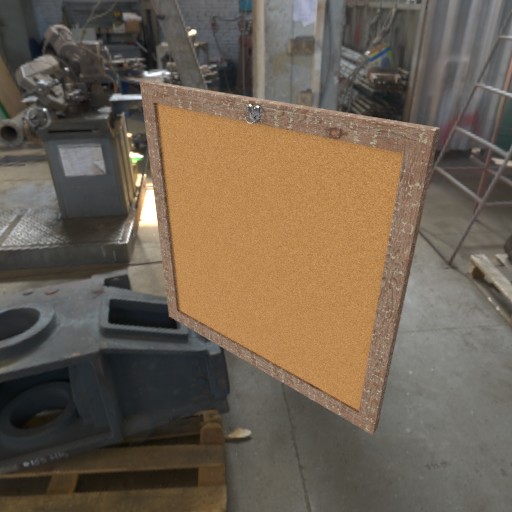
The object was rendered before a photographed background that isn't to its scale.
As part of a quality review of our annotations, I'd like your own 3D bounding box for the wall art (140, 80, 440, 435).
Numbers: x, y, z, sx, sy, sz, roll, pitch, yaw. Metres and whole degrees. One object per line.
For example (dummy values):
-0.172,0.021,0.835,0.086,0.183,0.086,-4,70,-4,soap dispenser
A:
0.000,0.000,0.564,0.380,0.380,0.022,22,37,33,wall art
